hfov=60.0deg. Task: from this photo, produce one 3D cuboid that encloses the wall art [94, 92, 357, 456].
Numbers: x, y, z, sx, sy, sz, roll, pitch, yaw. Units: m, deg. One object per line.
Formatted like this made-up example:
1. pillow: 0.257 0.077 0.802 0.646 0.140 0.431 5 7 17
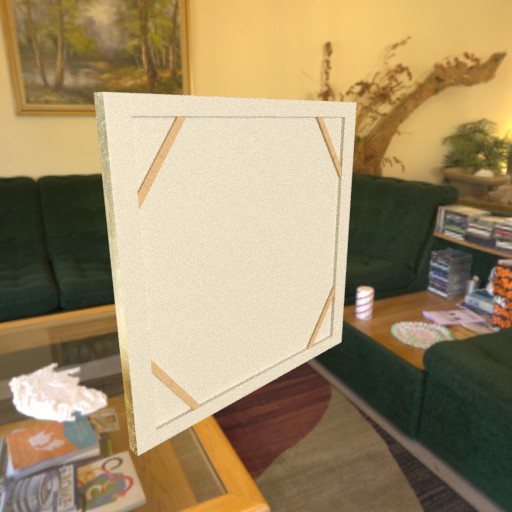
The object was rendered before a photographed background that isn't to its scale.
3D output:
1. wall art: 0.000 0.000 1.629 1.092 1.091 0.051 -16 23 -41
